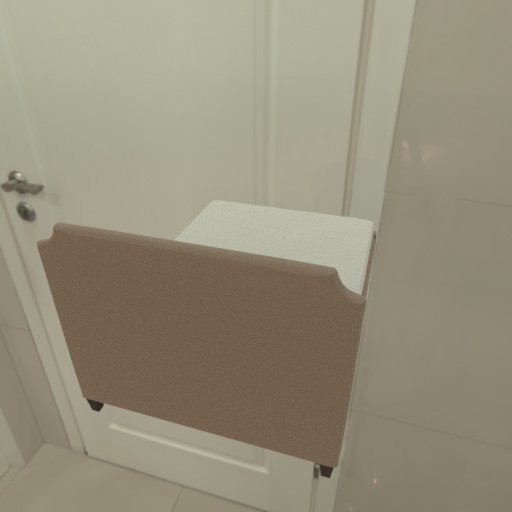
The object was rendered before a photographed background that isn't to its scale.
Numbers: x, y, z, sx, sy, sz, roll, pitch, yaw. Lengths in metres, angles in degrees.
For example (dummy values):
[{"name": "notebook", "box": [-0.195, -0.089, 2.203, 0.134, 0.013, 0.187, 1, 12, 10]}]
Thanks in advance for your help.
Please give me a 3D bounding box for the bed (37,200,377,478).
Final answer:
[{"name": "bed", "box": [0.000, 0.000, 3.353, 1.713, 1.443, 2.372, 9, 33, 15]}]
